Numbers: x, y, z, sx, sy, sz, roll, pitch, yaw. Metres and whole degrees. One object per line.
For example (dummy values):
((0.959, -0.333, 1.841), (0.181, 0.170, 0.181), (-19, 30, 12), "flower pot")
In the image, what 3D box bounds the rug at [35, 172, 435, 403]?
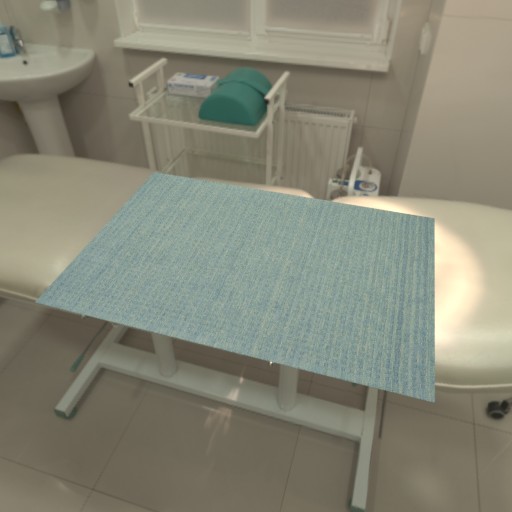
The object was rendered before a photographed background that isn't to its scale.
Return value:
((0.000, 0.000, 3.751), (2.895, 0.006, 1.982), (11, 43, 13), "rug")
